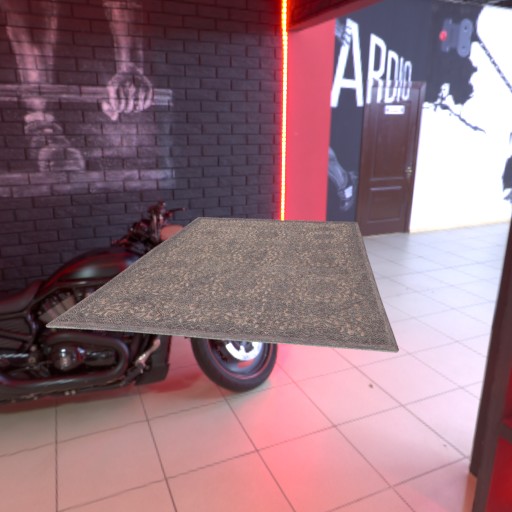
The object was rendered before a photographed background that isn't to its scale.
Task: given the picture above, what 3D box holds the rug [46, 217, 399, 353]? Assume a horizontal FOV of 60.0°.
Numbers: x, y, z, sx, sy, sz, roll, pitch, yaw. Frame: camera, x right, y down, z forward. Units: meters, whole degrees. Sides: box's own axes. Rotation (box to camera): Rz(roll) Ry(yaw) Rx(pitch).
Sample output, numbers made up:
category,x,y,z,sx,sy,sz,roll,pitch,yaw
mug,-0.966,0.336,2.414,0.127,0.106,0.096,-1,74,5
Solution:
category,x,y,z,sx,sy,sz,roll,pitch,yaw
rug,0.000,0.000,3.054,1.535,0.022,2.498,2,17,8
